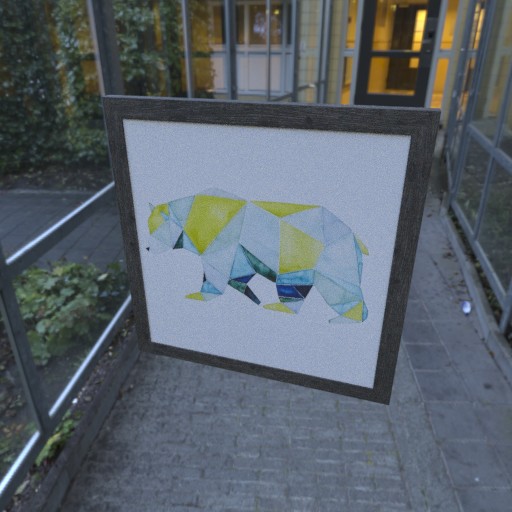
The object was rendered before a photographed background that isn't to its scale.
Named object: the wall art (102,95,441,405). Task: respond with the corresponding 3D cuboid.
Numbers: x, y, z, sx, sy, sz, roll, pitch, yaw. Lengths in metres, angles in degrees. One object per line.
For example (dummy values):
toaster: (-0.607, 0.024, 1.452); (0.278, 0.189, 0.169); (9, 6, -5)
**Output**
wall art: (0.000, 0.000, 0.693); (0.462, 0.459, 0.027); (8, 27, 16)
